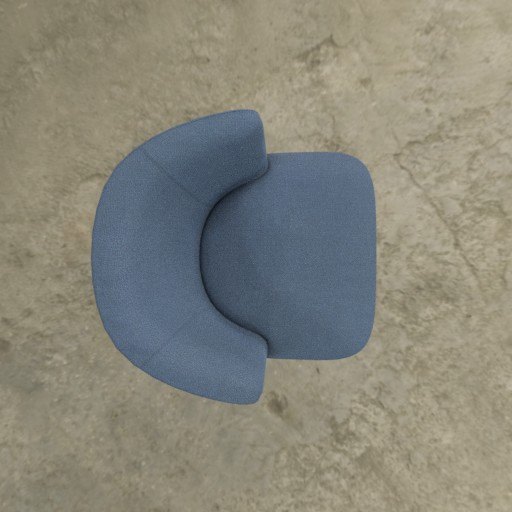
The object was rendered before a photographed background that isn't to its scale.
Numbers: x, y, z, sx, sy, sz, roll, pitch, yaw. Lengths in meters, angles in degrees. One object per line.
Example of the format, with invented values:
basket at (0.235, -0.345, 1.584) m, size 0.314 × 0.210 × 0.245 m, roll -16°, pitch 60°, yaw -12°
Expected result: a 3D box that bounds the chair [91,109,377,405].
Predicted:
chair at (0.000, 0.000, 1.319) m, size 0.702 × 0.760 × 0.661 m, roll 0°, pitch 91°, yaw 1°
